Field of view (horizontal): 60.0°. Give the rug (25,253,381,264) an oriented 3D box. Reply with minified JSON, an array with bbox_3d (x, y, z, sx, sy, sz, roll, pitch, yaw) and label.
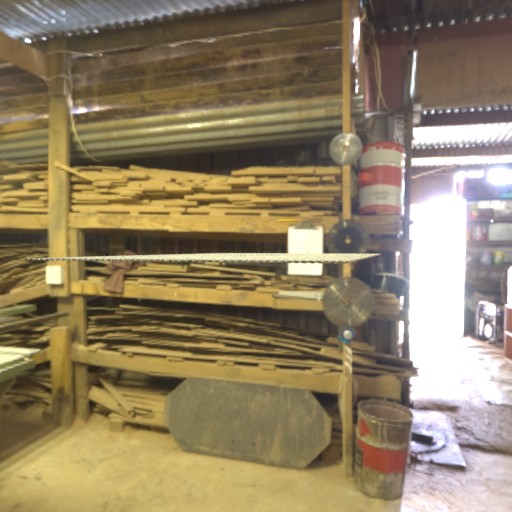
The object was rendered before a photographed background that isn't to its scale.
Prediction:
[{"bbox_3d":[0.000,0.000,3.032,1.524,0.010,2.438,0,1,19],"label":"rug"}]
